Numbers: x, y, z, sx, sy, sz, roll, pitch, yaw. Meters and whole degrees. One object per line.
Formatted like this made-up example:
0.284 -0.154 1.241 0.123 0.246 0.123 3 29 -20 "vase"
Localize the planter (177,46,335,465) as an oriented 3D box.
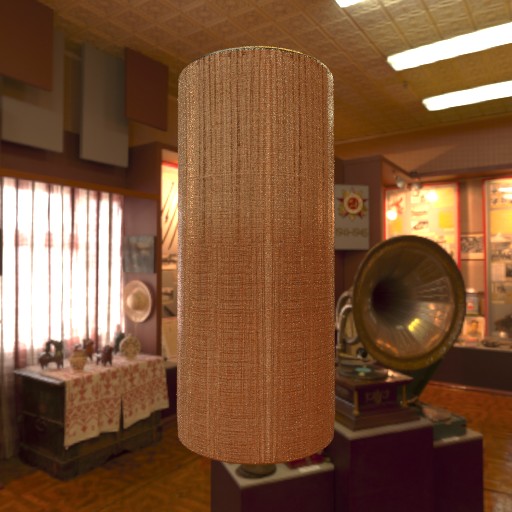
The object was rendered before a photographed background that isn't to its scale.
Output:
0.000 0.000 0.287 0.100 0.227 0.100 -1 -1 36 "planter"
